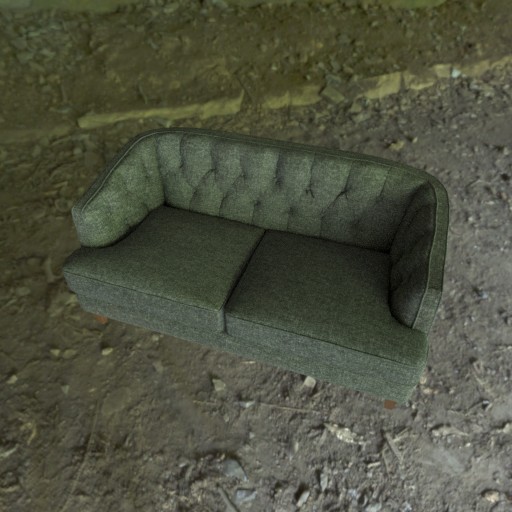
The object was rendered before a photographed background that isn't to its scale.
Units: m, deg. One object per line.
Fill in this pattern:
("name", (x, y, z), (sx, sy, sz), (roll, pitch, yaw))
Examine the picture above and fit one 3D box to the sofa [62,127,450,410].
("sofa", (0.000, 0.000, 2.272), (1.733, 0.855, 0.941), (13, 43, 14))
